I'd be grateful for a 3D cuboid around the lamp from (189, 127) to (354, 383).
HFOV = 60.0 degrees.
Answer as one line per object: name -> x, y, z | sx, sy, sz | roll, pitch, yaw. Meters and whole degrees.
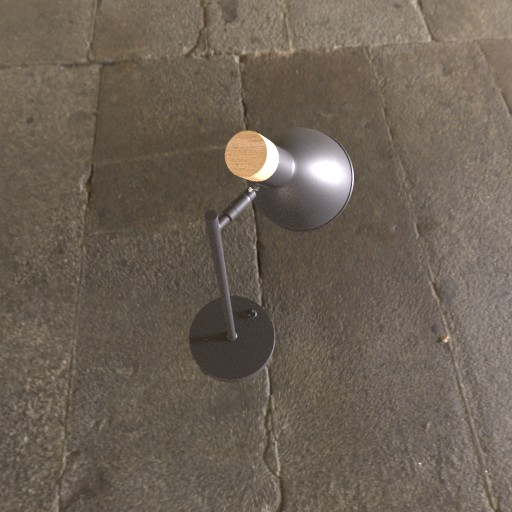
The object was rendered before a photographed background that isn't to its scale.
lamp -> 0.000, 0.000, 0.603 | 0.152, 0.483, 0.287 | 37, 69, 17
